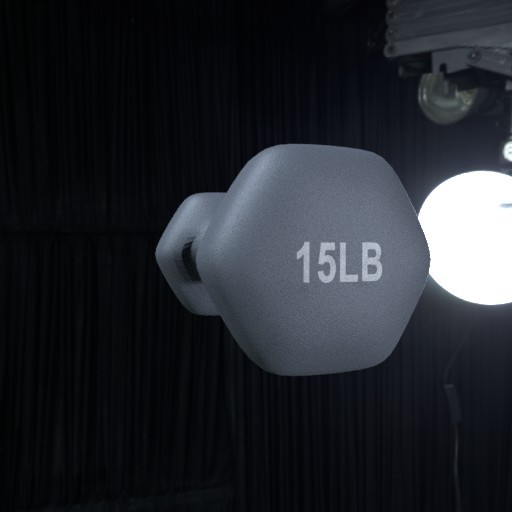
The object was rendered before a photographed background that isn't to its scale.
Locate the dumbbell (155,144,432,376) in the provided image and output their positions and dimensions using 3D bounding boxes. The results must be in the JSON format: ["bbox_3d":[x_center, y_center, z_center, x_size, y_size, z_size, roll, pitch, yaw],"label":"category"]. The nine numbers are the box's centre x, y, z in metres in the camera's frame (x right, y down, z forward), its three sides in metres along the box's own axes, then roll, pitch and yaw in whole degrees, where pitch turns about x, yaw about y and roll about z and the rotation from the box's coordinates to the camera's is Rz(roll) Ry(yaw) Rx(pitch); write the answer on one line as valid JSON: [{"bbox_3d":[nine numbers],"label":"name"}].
[{"bbox_3d":[0.000,0.000,0.300,0.116,0.105,0.240,0,1,-18],"label":"dumbbell"}]
